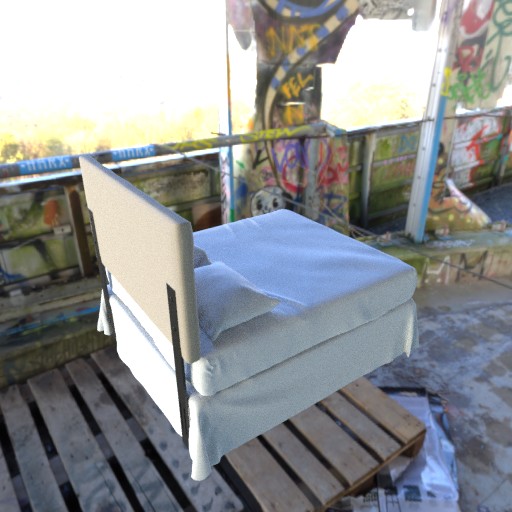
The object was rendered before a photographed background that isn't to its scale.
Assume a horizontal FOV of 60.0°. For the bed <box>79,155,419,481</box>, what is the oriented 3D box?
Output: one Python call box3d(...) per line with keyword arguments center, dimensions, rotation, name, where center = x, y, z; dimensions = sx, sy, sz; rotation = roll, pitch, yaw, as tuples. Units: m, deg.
box3d(center=(0.000, 0.000, 3.527), dimensions=(2.222, 1.577, 1.936), rotation=(-17, 31, -31), name="bed")
